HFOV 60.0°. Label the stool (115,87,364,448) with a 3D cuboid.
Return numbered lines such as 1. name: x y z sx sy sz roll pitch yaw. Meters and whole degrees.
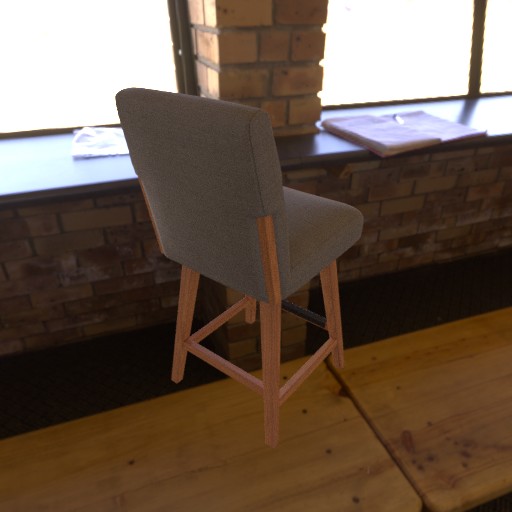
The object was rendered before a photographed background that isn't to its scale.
1. stool: 0.000 0.000 1.362 0.459 1.019 0.570 22 37 32
